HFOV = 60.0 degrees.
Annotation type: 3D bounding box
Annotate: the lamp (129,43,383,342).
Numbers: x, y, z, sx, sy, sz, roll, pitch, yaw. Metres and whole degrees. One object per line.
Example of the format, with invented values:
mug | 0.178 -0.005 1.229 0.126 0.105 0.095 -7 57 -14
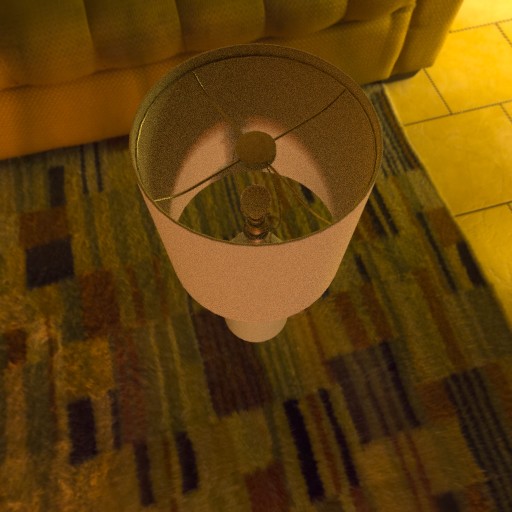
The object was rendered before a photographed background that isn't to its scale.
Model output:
lamp | 0.000 0.000 0.594 0.212 0.493 0.212 -34 70 -14
